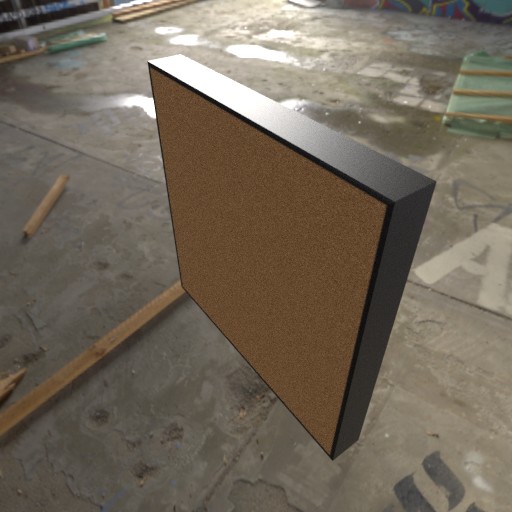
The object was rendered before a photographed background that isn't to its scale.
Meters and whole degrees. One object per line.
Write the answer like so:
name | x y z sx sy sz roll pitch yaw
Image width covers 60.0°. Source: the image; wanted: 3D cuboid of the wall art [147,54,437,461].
wall art | 0.000 0.000 0.440 0.037 0.303 0.304 -25 46 -27
